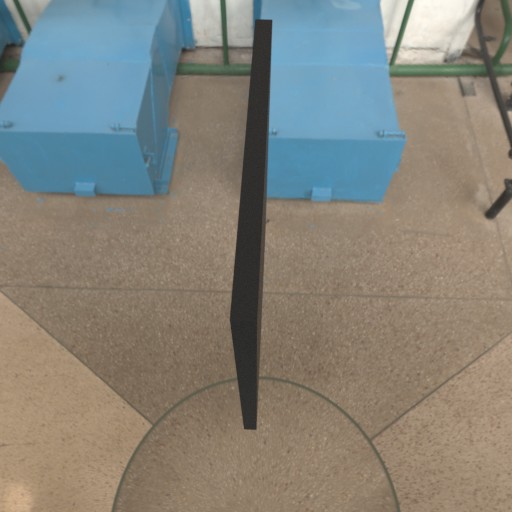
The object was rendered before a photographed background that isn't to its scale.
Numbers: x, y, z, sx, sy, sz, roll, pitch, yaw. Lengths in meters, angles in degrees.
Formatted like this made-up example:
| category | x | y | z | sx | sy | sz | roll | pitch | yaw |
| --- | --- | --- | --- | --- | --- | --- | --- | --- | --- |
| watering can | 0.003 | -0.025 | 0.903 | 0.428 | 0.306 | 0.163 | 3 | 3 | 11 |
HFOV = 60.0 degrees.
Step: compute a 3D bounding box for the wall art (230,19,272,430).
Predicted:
| category | x | y | z | sx | sy | sz | roll | pitch | yaw |
| --- | --- | --- | --- | --- | --- | --- | --- | --- | --- |
| wall art | 0.000 | 0.000 | 0.693 | 0.023 | 0.505 | 0.428 | 2 | 59 | 1 |
